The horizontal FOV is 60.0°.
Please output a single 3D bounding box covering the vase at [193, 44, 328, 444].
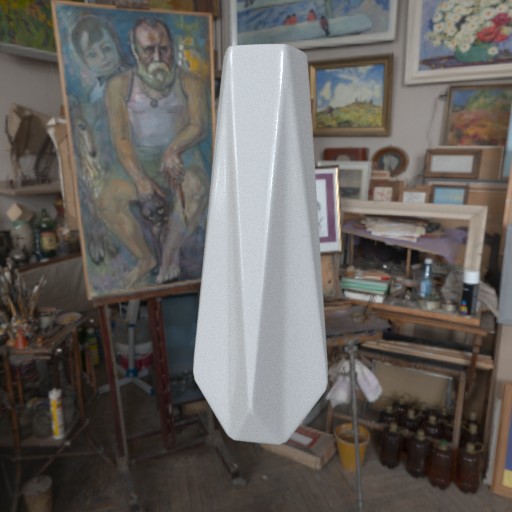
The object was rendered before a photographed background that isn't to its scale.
[{"bbox_3d":[0.000,0.000,0.388,0.116,0.329,0.122,-2,14,-9],"label":"vase"}]
